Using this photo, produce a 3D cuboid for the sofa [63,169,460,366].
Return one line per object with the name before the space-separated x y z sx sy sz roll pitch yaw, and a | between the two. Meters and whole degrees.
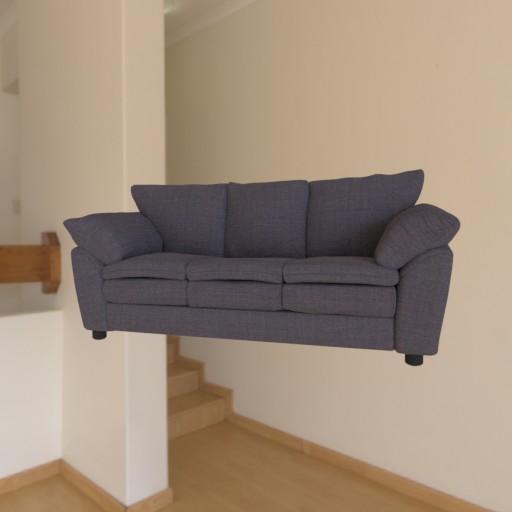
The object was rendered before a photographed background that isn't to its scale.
sofa | 0.000 0.000 2.858 2.336 1.080 0.883 1 2 19
